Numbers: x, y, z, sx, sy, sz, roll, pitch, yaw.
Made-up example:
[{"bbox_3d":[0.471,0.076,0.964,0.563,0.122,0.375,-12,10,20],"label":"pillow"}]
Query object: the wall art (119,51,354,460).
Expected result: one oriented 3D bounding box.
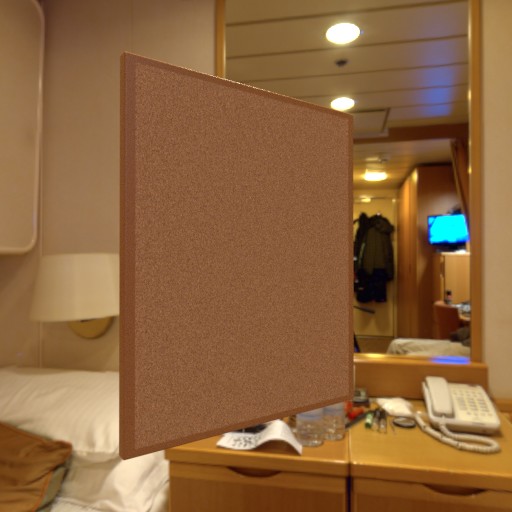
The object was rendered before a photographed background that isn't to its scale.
[{"bbox_3d":[0.000,0.000,0.505,0.310,0.379,0.015,0,-1,-36],"label":"wall art"}]
